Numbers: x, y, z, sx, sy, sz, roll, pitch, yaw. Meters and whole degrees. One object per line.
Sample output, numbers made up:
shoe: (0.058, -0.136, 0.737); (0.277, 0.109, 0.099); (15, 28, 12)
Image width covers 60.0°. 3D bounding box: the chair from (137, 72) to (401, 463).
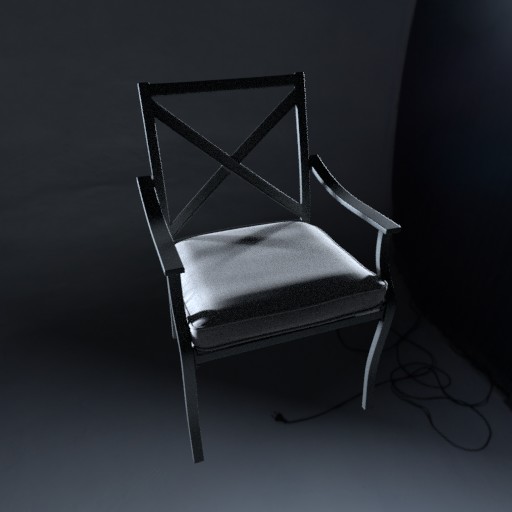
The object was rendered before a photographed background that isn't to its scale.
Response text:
chair: (0.000, 0.000, 1.287); (0.575, 0.889, 0.620); (-11, 34, -16)
